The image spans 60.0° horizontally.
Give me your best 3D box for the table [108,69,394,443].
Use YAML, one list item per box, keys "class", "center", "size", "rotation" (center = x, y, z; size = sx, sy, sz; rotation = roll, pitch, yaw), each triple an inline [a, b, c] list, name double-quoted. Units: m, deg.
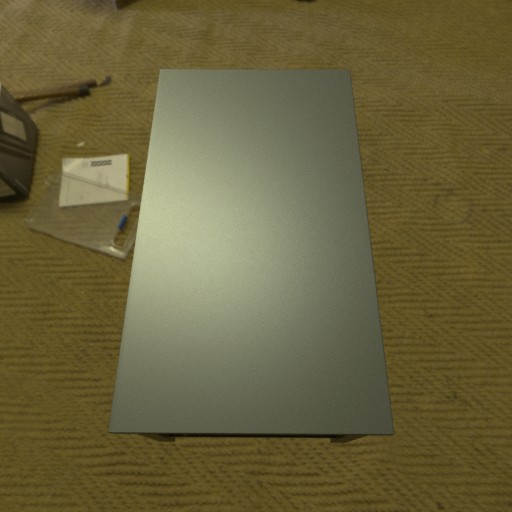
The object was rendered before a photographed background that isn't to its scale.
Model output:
- class: "table"
  center: [0.000, 0.000, 1.381]
  size: [0.612, 0.493, 1.068]
  rotation: [0, 64, 0]
